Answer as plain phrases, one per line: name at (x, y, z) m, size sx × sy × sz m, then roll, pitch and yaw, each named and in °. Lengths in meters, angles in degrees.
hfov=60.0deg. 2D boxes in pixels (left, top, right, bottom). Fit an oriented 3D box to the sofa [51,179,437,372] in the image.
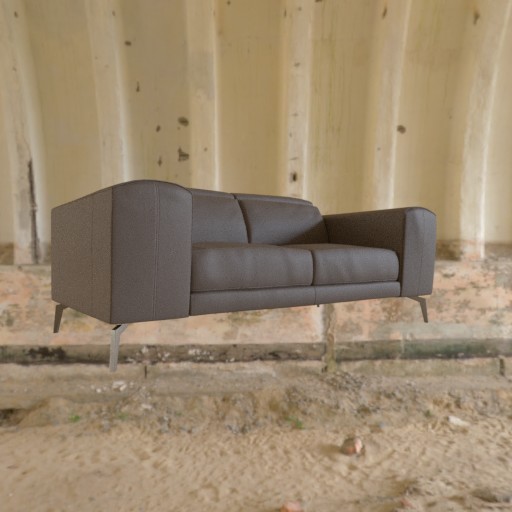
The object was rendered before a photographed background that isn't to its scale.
sofa at (0.000, 0.000, 2.397) m, size 1.895 × 0.779 × 1.003 m, roll 0°, pitch 0°, yaw -36°
